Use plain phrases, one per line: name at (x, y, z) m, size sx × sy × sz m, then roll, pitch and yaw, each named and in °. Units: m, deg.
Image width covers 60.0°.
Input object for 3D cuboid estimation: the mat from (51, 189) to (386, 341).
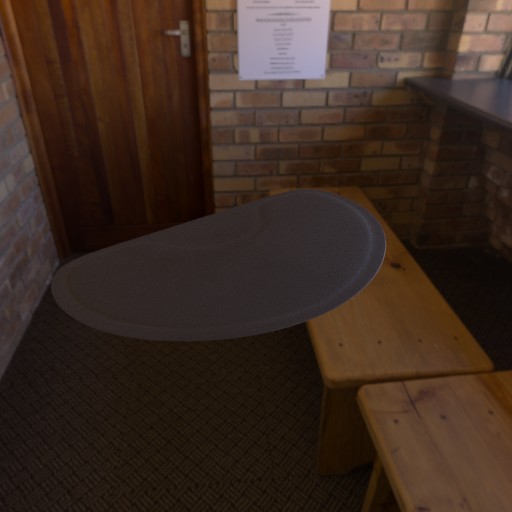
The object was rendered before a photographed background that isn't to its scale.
mat at (0.000, 0.000, 1.866) m, size 1.524 × 0.013 × 0.913 m, roll -22°, pitch 37°, yaw -32°
